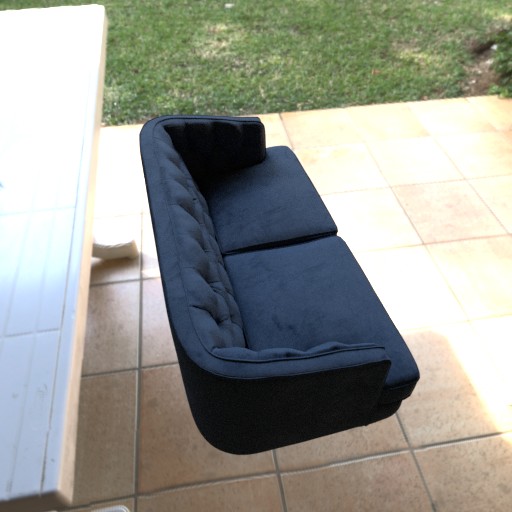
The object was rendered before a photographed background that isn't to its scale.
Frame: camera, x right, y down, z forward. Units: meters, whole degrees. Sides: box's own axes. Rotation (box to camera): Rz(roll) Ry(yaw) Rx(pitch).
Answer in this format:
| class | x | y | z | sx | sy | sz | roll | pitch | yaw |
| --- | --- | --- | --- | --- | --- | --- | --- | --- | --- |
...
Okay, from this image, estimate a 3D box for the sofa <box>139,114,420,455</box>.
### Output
| class | x | y | z | sx | sy | sz | roll | pitch | yaw |
| --- | --- | --- | --- | --- | --- | --- | --- | --- | --- |
| sofa | 0.000 | 0.000 | 2.253 | 0.941 | 0.854 | 1.733 | -11 | 48 | -10 |
